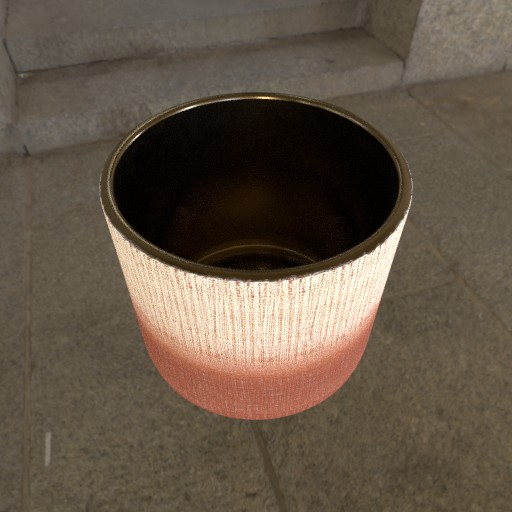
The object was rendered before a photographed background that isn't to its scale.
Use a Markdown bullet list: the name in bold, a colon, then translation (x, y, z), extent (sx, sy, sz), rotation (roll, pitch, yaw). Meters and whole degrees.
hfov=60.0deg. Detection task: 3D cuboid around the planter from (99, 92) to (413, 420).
- **planter**: translation (0.000, 0.000, 0.441), extent (0.254, 0.221, 0.254), rotation (0, 47, 0)
